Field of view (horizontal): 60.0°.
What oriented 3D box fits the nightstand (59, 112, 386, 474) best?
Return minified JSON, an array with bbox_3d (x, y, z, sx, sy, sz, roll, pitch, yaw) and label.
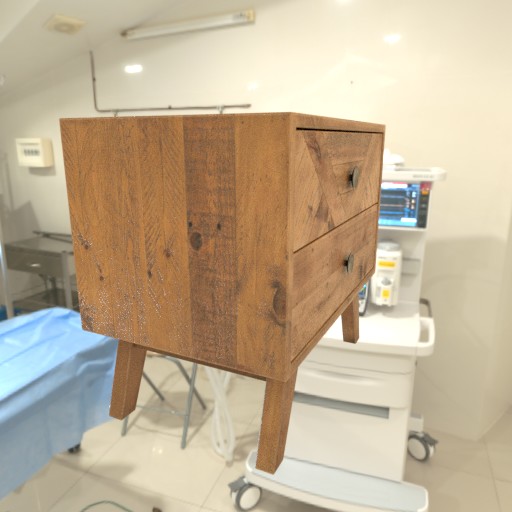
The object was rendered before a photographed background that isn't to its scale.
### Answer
[{"bbox_3d":[0.000,0.000,1.036,0.450,0.599,0.650,7,17,26],"label":"nightstand"}]
